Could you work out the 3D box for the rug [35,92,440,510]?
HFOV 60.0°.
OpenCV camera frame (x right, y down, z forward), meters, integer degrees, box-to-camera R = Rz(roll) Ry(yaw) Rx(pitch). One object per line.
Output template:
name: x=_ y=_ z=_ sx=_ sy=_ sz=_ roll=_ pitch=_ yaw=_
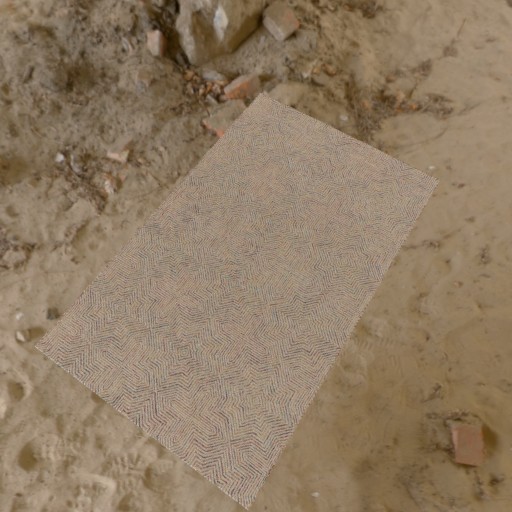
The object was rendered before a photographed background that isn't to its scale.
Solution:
rug: x=0.000 y=0.000 z=2.866 sx=1.519 sy=0.007 sz=2.428 roll=31 pitch=68 yaw=14
